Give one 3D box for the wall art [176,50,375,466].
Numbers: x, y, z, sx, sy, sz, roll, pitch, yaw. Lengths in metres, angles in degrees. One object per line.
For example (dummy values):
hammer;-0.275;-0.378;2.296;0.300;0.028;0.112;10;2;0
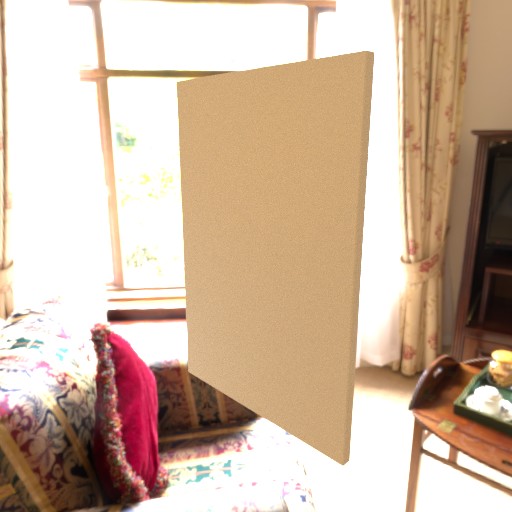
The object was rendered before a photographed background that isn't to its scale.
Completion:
wall art;0.000;0.000;1.508;0.038;1.183;0.808;-14;20;-42
